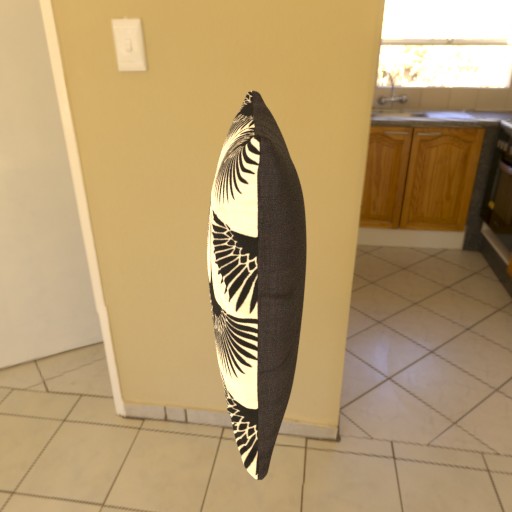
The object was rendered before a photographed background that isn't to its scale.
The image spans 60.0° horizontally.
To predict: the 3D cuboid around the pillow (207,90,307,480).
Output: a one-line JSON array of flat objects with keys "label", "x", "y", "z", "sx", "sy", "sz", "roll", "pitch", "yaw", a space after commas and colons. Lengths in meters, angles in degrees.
[{"label": "pillow", "x": 0.000, "y": 0.000, "z": 0.667, "sx": 0.139, "sy": 0.432, "sz": 0.432, "roll": -1, "pitch": 26, "yaw": -1}]
